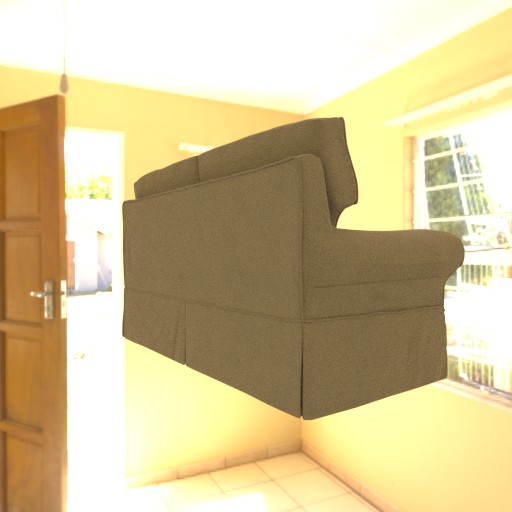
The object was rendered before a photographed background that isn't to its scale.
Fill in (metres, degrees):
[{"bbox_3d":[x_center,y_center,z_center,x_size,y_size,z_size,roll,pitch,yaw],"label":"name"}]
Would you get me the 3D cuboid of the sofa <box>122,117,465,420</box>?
[{"bbox_3d":[0.000,0.000,2.293,0.841,1.024,1.823,0,1,-36],"label":"sofa"}]
